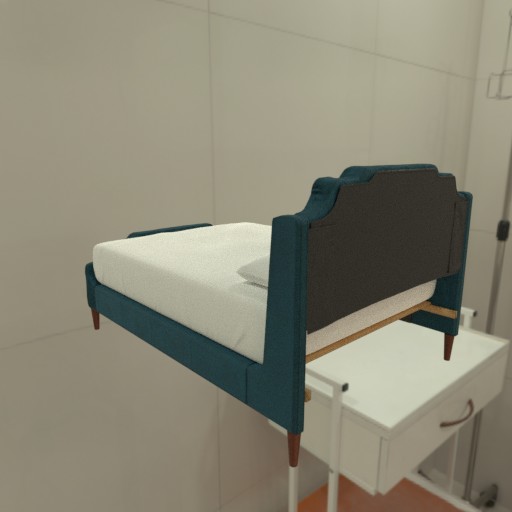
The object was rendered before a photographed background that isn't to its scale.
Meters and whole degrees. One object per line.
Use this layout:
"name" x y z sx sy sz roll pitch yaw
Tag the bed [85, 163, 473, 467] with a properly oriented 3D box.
"bed" 0.000 0.000 3.225 1.676 1.351 2.322 -12 18 -41
